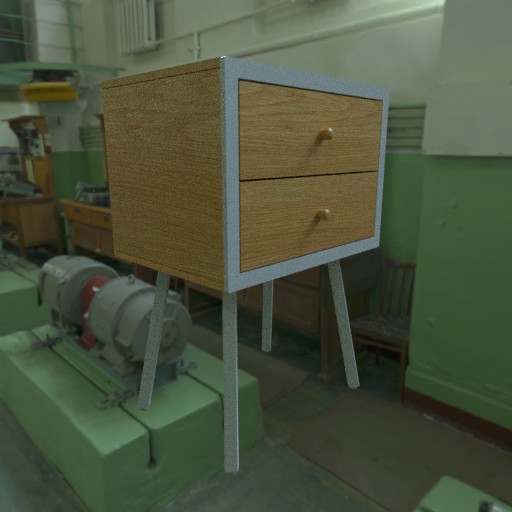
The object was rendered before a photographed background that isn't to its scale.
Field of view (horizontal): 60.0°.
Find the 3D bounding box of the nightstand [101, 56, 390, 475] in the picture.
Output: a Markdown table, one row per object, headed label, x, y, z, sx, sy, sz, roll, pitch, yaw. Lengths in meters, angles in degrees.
| label | x | y | z | sx | sy | sz | roll | pitch | yaw |
| --- | --- | --- | --- | --- | --- | --- | --- | --- | --- |
| nightstand | 0.000 | 0.000 | 0.826 | 0.316 | 0.601 | 0.400 | 13 | 19 | 42 |
